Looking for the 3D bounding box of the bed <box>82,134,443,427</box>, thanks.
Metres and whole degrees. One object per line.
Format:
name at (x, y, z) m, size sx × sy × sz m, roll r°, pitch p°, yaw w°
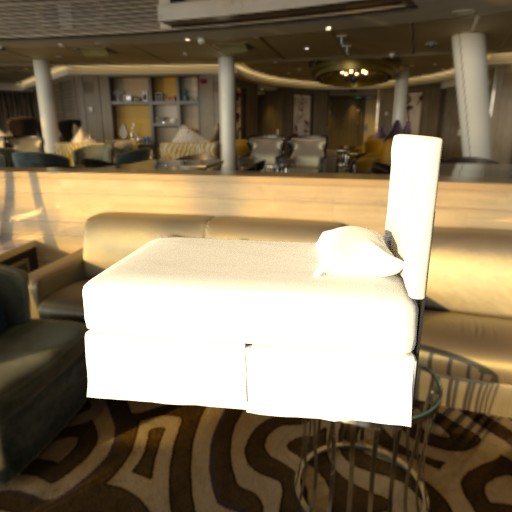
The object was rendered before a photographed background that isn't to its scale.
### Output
bed at (0.000, 0.000, 2.976) m, size 1.997 × 1.571 × 1.261 m, roll 3°, pitch 16°, yaw 9°
